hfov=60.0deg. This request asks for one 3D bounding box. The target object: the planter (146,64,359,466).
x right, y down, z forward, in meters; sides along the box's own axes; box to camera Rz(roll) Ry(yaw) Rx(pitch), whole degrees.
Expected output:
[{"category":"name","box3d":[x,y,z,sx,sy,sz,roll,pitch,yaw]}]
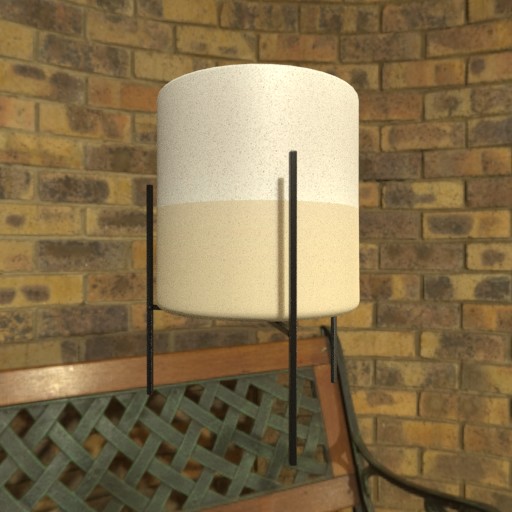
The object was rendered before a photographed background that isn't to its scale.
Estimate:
[{"category":"planter","box3d":[0.000,0.000,0.550,0.263,0.362,0.267,0,1,36]}]
